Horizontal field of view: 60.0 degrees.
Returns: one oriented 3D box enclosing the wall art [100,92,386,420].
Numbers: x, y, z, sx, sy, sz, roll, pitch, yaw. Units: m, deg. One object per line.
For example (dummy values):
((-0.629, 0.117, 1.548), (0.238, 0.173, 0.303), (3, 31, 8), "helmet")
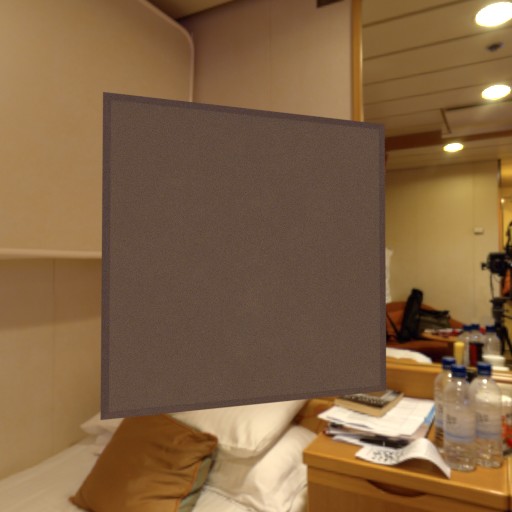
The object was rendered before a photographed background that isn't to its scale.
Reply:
((0.000, 0.000, 1.160), (0.761, 0.758, 0.038), (0, -1, -18), "wall art")
